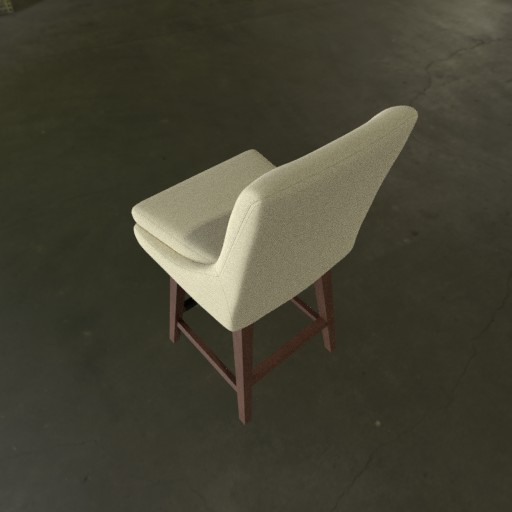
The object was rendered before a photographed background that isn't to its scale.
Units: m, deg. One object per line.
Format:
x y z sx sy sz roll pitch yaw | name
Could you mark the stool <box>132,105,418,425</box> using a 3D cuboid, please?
0.000 0.000 1.283 0.483 0.991 0.559 -32 54 -27 | stool
